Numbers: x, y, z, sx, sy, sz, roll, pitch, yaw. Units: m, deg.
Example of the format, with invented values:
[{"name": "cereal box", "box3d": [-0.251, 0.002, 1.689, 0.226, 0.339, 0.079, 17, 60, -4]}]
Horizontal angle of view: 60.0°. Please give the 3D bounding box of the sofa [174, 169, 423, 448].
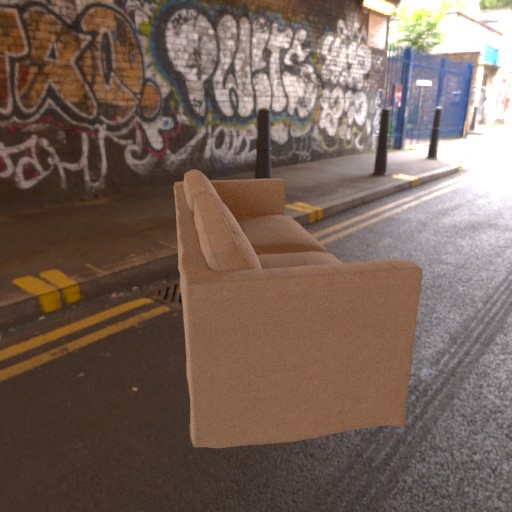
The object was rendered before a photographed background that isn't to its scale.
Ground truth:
[{"name": "sofa", "box3d": [0.000, 0.000, 2.765, 0.956, 0.847, 2.296, -4, 19, -10]}]
